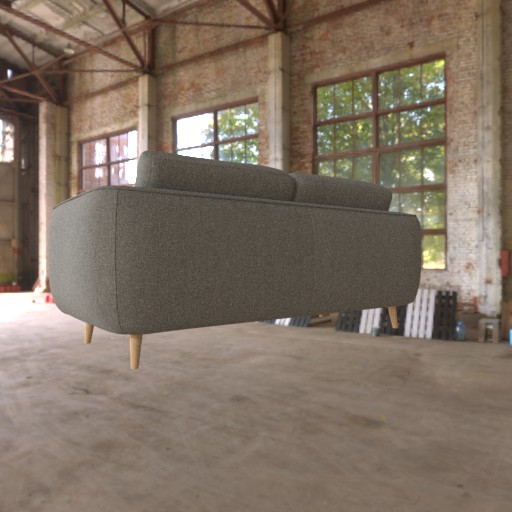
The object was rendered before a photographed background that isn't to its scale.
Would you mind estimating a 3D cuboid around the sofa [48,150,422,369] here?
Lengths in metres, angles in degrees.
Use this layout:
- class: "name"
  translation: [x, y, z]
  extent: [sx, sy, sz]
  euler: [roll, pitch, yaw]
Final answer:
- class: "sofa"
  translation: [0.000, 0.000, 2.442]
  extent: [2.000, 0.870, 0.920]
  euler: [0, 0, -37]
